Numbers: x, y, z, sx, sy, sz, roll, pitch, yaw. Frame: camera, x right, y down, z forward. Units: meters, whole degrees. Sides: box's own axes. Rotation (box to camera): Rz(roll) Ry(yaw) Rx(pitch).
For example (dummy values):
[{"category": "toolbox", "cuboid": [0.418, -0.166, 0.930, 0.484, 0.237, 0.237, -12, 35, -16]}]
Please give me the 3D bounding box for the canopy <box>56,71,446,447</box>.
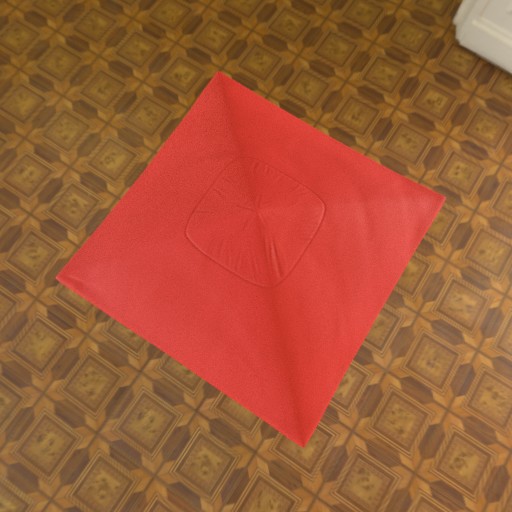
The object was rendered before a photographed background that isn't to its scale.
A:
[{"category": "canopy", "cuboid": [0.000, 0.000, 5.363, 2.998, 2.997, 2.996, 32, 77, 8]}]
